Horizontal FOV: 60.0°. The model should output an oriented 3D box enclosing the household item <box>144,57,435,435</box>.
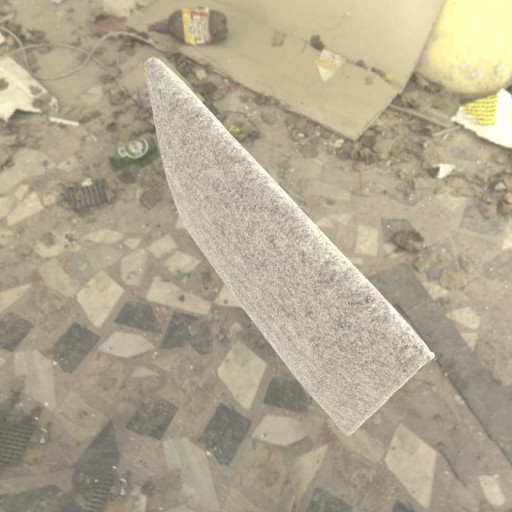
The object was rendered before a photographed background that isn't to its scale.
[{"bbox_3d":[0.000,0.000,0.415,0.057,0.221,0.335,-31,63,-17],"label":"household item"}]
